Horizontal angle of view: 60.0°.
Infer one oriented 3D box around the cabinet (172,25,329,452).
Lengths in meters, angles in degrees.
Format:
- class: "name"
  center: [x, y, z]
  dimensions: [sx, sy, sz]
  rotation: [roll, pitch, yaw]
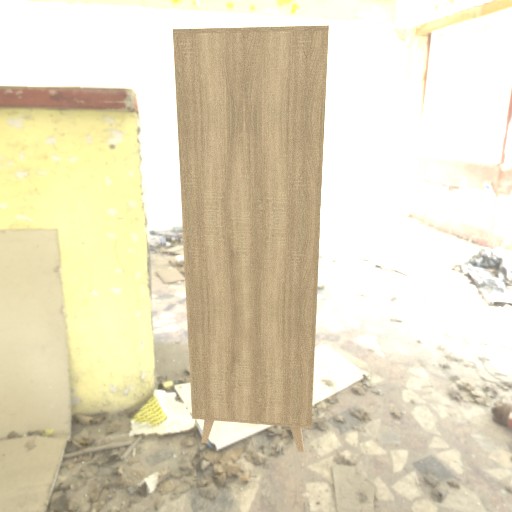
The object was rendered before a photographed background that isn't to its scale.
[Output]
- class: "cabinet"
  center: [0.000, 0.000, 2.060]
  dimensions: [0.570, 1.850, 0.400]
  rotation: [2, 17, 7]
